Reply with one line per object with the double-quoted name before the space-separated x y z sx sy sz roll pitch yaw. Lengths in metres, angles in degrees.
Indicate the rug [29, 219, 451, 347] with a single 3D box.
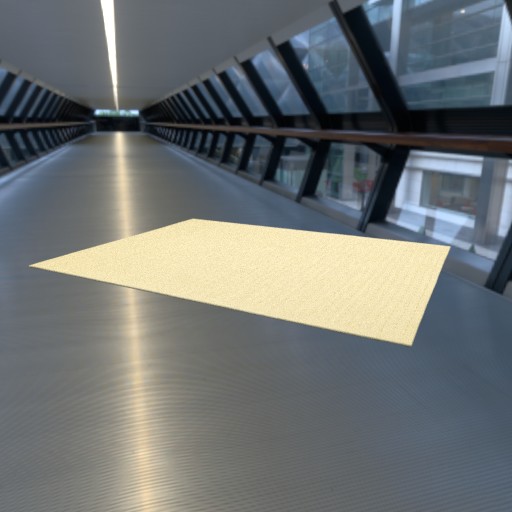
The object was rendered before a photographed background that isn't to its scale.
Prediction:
"rug" 0.000 0.000 4.176 3.204 0.016 2.452 8 18 27
